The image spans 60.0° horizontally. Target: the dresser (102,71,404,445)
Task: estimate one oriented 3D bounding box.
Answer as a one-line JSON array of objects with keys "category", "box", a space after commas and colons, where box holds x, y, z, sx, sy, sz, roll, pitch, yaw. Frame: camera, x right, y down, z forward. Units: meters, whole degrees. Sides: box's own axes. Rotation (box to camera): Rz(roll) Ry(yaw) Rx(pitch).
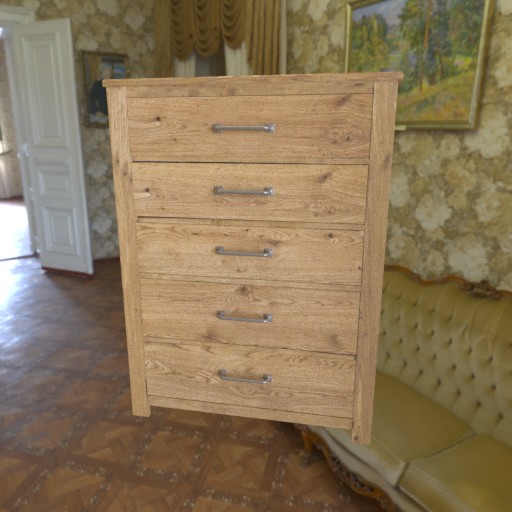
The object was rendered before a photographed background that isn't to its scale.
[{"category": "dresser", "box": [0.000, 0.000, 1.961, 1.081, 1.431, 0.558, 3, 15, 11]}]
